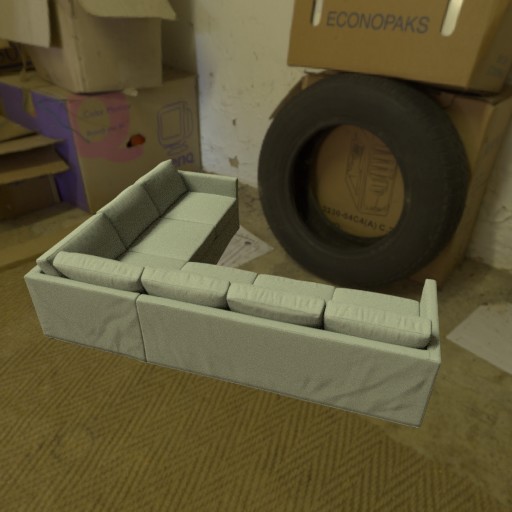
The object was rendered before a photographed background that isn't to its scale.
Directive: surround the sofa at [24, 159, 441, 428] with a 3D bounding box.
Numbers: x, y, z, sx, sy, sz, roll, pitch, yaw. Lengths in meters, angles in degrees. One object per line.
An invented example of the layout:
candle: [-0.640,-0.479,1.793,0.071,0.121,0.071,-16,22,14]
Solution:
sofa: [0.000,0.000,4.257,3.182,0.871,2.432,9,34,14]
